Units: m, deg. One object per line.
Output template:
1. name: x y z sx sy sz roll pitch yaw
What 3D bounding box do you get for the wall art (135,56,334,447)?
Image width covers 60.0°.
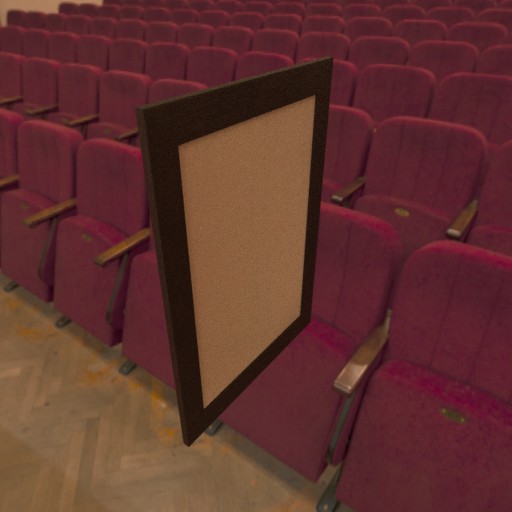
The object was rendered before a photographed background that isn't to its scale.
1. wall art: 0.000 0.000 0.665 0.013 0.508 0.359 22 39 30
